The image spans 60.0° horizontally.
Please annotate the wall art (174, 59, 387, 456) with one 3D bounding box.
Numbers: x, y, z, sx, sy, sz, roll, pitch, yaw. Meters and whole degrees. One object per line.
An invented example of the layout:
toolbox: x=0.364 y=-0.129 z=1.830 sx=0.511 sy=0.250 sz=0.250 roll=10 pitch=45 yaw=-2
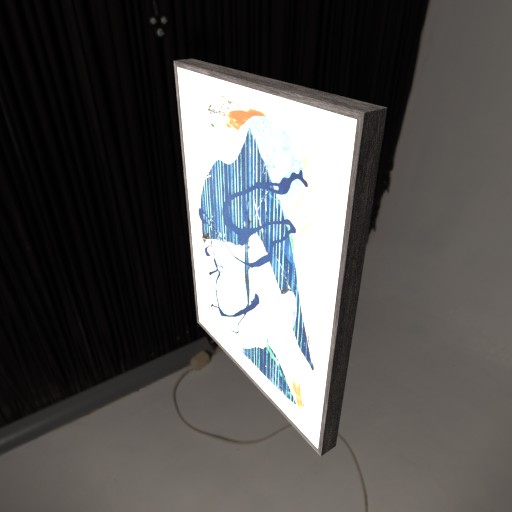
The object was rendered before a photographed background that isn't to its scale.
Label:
wall art: x=0.000 y=0.000 z=1.347 sx=0.063 sy=1.016 sz=0.762 roll=-21 pitch=37 yaw=-30
